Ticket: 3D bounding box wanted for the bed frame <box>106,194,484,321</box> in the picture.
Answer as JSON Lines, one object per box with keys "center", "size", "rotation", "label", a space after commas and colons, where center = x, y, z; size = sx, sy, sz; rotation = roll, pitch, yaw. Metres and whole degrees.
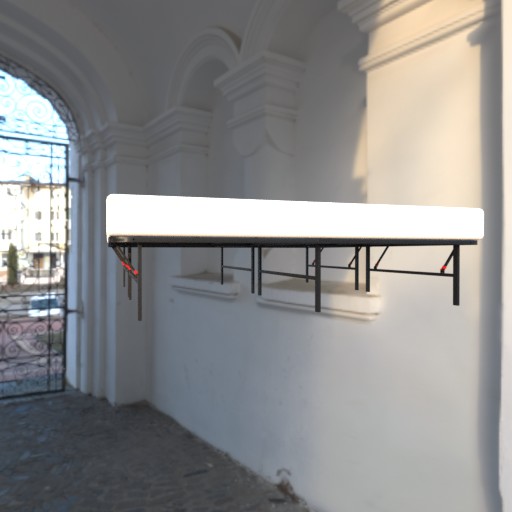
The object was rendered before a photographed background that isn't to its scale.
{"center": [0.000, 0.000, 3.039], "size": [1.935, 0.525, 2.033], "rotation": [0, 1, -18], "label": "bed frame"}
